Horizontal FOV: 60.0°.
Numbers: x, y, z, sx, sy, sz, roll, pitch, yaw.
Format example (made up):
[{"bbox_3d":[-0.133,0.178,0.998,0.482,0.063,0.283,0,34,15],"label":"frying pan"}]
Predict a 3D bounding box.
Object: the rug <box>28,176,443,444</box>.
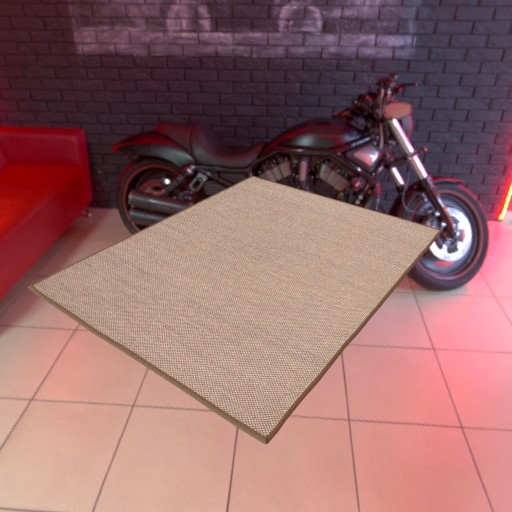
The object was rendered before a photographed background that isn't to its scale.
[{"bbox_3d":[0.000,0.000,4.013,2.413,0.020,3.041,22,38,31],"label":"rug"}]
